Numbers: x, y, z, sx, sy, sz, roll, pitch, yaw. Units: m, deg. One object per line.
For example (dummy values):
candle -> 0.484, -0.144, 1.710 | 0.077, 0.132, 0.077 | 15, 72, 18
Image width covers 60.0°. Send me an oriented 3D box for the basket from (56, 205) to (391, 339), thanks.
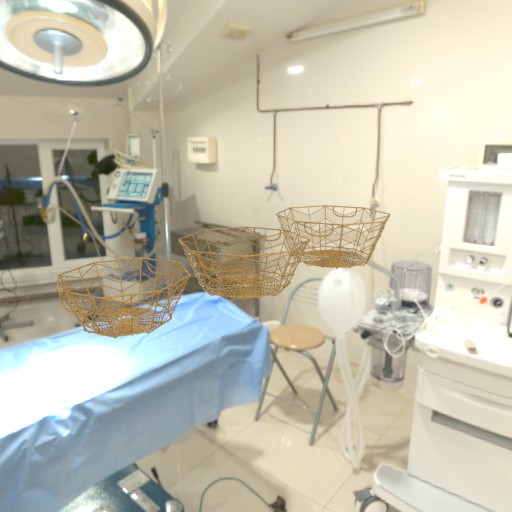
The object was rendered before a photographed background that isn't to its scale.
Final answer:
basket -> 0.000, 0.000, 1.418 | 1.245, 0.178, 0.432 | -14, 21, -42
